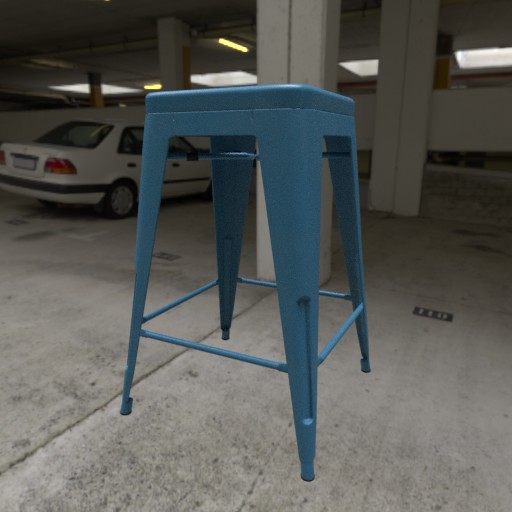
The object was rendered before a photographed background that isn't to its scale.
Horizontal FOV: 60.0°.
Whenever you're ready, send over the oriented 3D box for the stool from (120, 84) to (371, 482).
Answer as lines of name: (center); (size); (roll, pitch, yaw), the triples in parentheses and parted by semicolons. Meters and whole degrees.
stool: (0.000, 0.000, 0.894); (0.410, 0.608, 0.410); (7, 16, 26)
